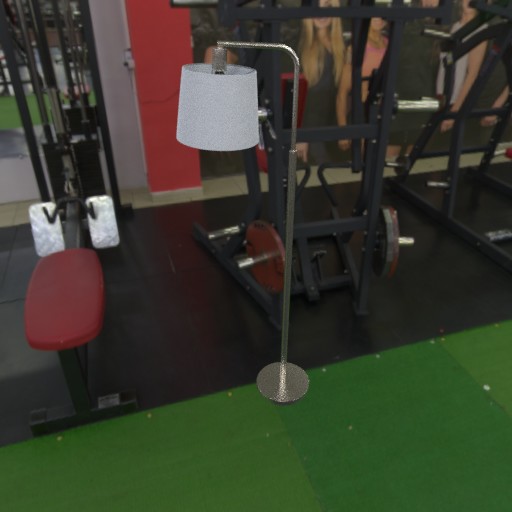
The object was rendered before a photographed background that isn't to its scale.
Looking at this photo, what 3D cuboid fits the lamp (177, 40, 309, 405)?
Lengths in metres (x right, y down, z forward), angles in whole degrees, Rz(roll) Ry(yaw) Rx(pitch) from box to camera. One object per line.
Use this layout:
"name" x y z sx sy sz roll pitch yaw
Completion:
"lamp" 0.000 0.000 1.674 0.508 1.478 0.254 -9 33 -14
